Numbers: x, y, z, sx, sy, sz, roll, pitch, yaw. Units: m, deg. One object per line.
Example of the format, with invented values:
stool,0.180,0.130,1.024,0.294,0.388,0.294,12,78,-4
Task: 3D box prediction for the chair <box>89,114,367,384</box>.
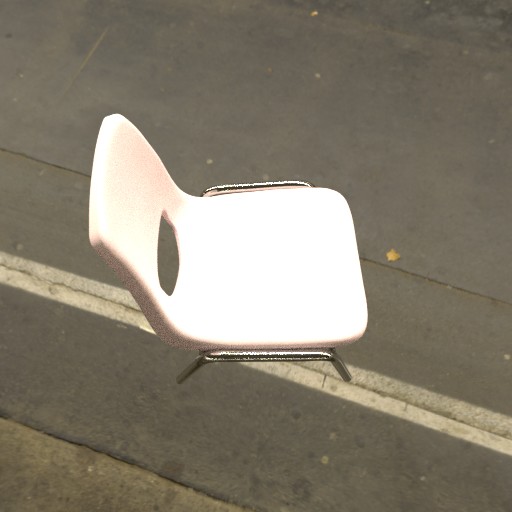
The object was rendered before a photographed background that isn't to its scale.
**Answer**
chair,0.000,0.000,0.763,0.385,0.537,0.354,-3,65,-1
